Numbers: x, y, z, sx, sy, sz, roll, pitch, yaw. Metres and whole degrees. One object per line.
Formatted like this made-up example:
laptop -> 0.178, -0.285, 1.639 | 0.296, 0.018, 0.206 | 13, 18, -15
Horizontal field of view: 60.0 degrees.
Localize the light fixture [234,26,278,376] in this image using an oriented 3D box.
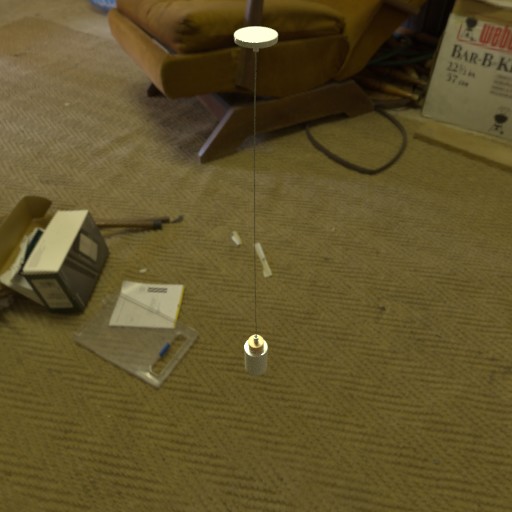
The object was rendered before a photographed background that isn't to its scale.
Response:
light fixture -> 0.000, 0.000, 1.900 | 0.125, 1.798, 0.125 | 7, 46, 7
